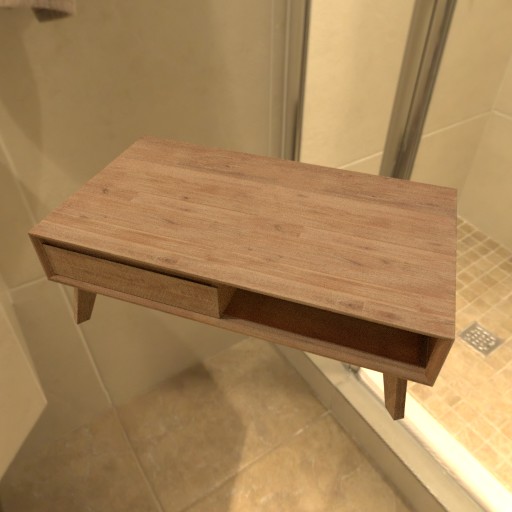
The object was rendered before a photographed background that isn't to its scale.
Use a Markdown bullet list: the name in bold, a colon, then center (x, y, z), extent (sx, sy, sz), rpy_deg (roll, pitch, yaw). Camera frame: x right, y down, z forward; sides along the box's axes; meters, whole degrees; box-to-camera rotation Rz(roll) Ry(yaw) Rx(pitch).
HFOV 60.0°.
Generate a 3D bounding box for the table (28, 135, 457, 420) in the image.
- **table**: center (0.000, 0.000, 2.066), extent (1.619, 0.531, 0.918), rpy_deg (13, 43, 14)
